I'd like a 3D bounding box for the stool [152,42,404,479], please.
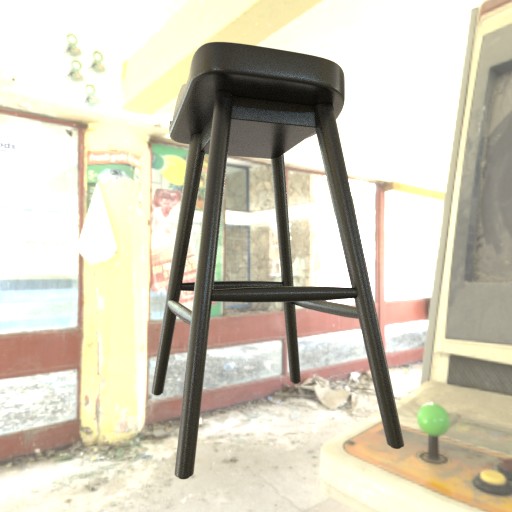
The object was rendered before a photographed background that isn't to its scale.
[{"bbox_3d":[0.000,0.000,0.859,0.361,0.615,0.440,1,-2,-17],"label":"stool"}]
